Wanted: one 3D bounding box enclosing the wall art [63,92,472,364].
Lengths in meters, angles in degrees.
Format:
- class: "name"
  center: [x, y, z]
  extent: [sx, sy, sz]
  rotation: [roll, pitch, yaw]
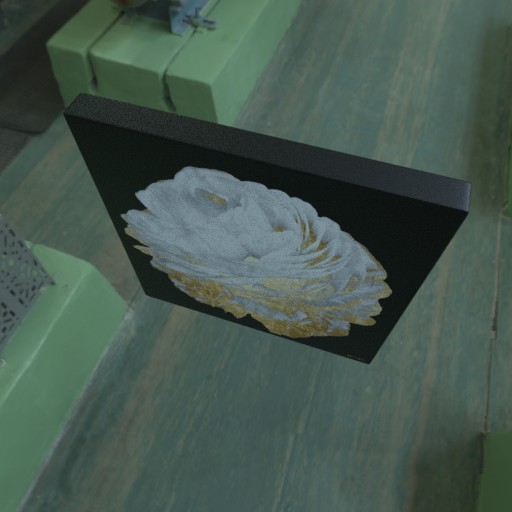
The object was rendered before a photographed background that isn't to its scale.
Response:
- class: "wall art"
  center: [0.000, 0.000, 0.601]
  extent: [0.406, 0.407, 0.041]
  rotation: [16, 59, 10]
